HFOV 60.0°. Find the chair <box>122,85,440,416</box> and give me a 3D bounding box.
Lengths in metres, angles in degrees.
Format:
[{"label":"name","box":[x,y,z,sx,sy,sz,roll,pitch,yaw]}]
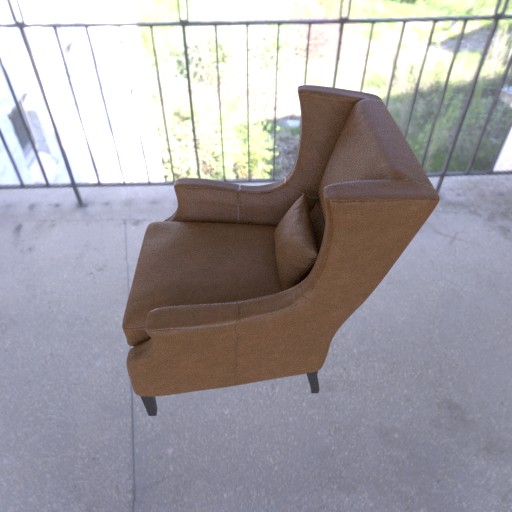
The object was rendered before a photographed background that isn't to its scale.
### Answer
[{"label":"chair","box":[0.000,0.000,1.672,0.925,1.016,0.852,-1,42,-1]}]
